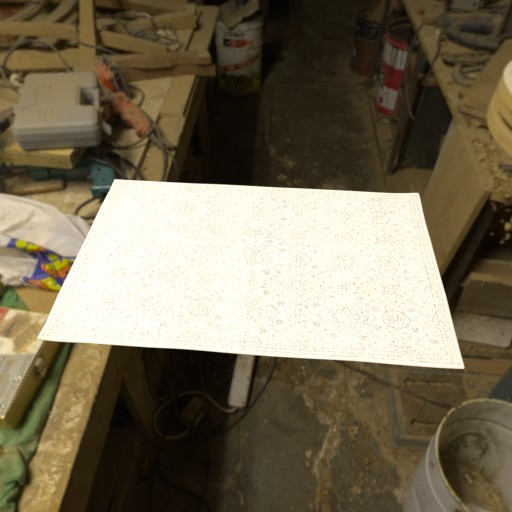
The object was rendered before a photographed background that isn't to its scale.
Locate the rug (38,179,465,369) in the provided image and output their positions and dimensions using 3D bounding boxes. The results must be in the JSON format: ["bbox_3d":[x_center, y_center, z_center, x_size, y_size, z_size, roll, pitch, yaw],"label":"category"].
[{"bbox_3d":[0.000,0.000,3.014,2.434,0.023,1.518,3,47,3],"label":"rug"}]
